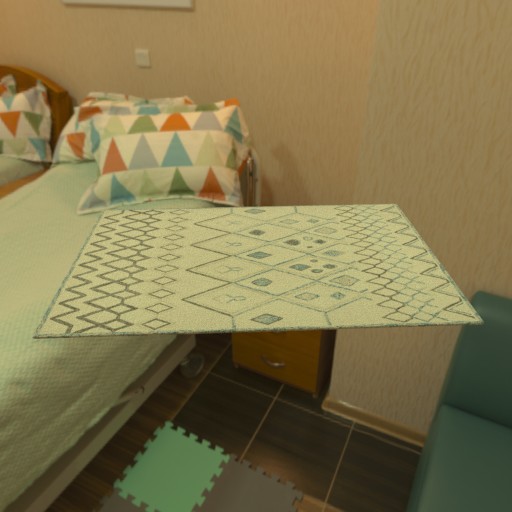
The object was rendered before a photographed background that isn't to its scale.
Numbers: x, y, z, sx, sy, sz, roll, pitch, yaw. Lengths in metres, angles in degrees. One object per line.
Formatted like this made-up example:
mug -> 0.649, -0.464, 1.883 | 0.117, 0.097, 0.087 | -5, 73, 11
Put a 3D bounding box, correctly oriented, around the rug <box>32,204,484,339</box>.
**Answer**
rug -> 0.000, 0.000, 3.028 | 2.439, 0.015, 1.524 | -1, 32, -2
